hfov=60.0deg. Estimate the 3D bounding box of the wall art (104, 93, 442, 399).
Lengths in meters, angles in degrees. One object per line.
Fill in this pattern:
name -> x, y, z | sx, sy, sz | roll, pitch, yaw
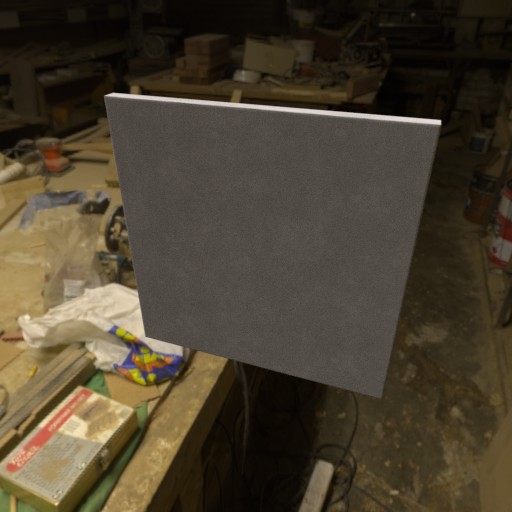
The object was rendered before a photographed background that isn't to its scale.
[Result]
wall art -> 0.000, 0.000, 0.463 | 0.303, 0.303, 0.015 | 11, 33, 17
